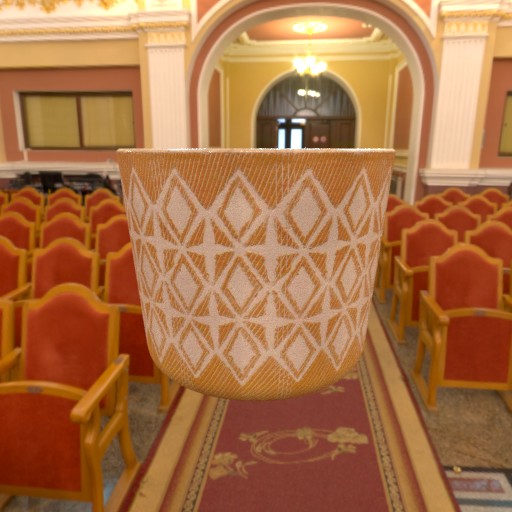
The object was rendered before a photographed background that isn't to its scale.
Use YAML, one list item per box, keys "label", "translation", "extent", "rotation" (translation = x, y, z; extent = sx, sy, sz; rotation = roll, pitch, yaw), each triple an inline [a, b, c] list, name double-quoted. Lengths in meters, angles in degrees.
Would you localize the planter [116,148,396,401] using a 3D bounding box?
- label: "planter"
  translation: [0.000, 0.000, 0.222]
  extent: [0.126, 0.104, 0.126]
  rotation: [0, 14, 0]
